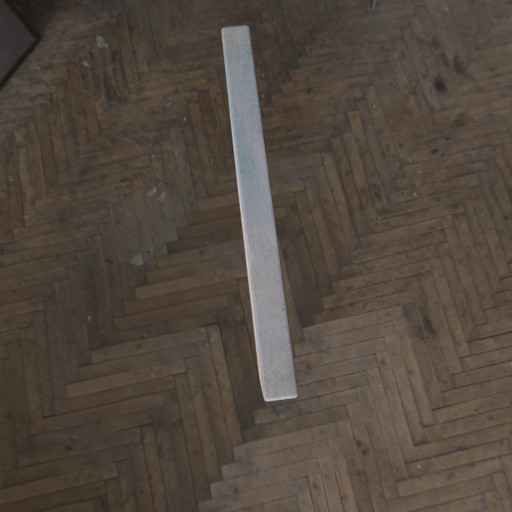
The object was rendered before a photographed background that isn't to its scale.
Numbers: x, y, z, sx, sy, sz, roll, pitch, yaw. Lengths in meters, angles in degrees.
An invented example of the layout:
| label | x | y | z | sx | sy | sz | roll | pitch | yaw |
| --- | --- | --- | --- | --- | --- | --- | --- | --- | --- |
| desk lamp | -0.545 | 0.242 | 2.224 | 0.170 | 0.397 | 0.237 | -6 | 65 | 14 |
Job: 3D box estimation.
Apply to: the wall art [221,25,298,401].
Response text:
| label | x | y | z | sx | sy | sz | roll | pitch | yaw |
| --- | --- | --- | --- | --- | --- | --- | --- | --- | --- |
| wall art | 0.000 | 0.000 | 0.788 | 0.035 | 0.605 | 0.443 | -6 | 77 | -2 |
